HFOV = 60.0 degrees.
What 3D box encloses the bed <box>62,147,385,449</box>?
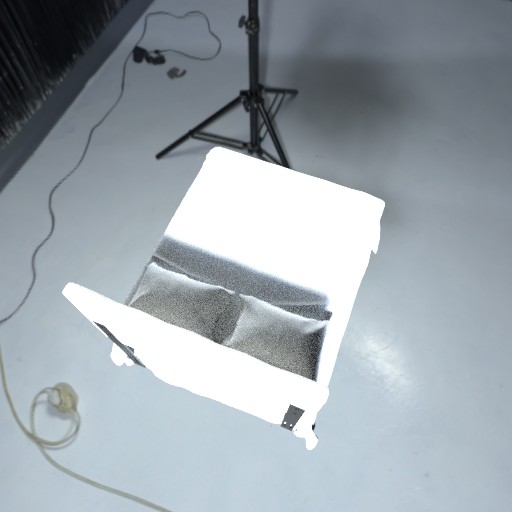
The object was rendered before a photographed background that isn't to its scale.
[{"bbox_3d":[0.000,0.000,3.562,1.936,1.577,2.222,20,65,10],"label":"bed"}]
